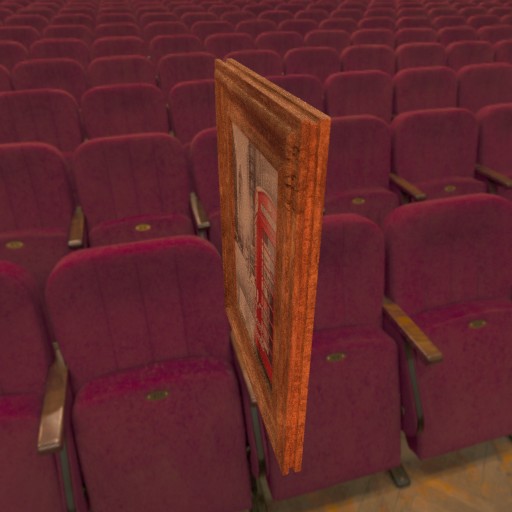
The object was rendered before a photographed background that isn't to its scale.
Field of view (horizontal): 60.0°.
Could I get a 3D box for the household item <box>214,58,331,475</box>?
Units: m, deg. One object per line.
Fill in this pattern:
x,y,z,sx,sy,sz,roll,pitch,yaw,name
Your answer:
0.000,0.000,0.316,0.018,0.237,0.186,-8,32,-13,household item
